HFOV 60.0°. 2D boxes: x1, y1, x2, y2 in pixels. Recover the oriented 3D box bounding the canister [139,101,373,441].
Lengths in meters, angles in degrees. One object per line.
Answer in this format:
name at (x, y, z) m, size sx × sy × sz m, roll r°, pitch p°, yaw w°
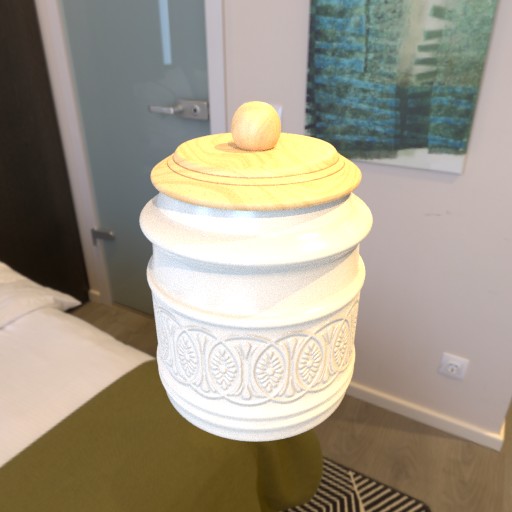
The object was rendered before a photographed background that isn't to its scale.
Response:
canister at (0.000, 0.000, 0.266) m, size 0.130 × 0.176 × 0.130 m, roll 0°, pitch 27°, yaw 0°
